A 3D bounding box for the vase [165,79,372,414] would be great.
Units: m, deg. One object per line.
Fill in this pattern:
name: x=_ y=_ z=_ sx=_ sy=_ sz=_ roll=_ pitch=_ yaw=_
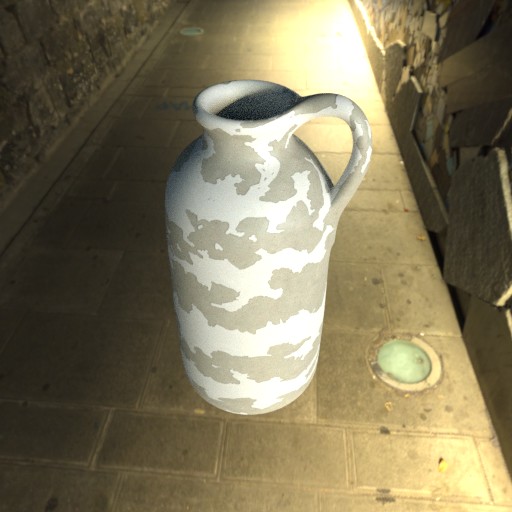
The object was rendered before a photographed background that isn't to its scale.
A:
vase: x=0.000 y=0.000 z=0.490 sx=0.203 sy=0.382 sz=0.186 roll=14 pitch=44 yaw=14
